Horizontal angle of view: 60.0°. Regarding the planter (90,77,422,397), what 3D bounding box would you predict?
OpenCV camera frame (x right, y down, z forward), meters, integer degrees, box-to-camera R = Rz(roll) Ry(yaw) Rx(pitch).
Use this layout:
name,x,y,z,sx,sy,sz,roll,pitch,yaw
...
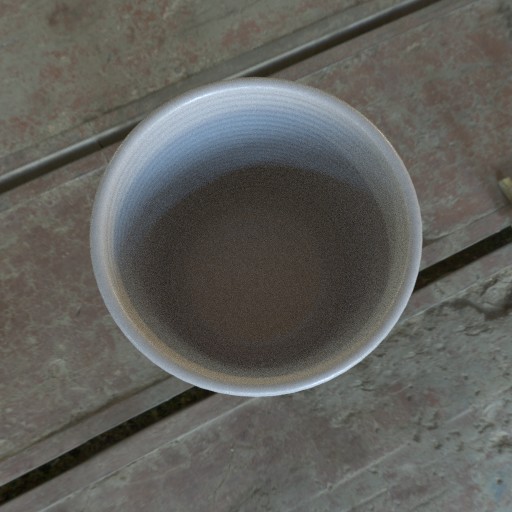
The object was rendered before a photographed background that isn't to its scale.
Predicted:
name,x,y,z,sx,sy,sz,roll,pitch,yaw
planter,0.000,0.000,0.217,0.124,0.109,0.124,0,77,0
